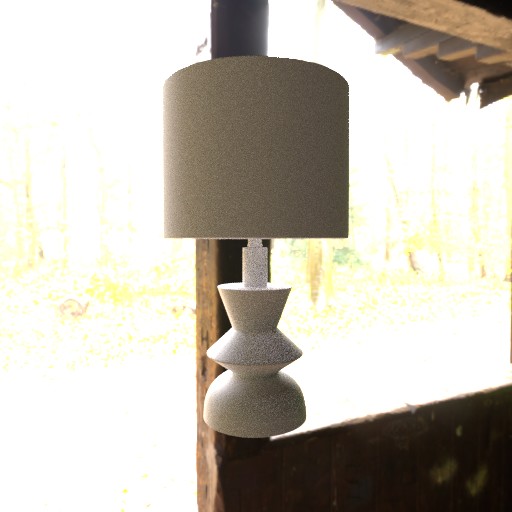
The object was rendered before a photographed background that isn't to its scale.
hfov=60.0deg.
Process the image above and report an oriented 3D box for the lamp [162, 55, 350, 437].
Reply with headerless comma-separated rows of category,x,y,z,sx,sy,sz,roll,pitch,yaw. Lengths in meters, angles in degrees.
lamp,0.000,0.000,0.735,0.301,0.533,0.301,1,3,35
